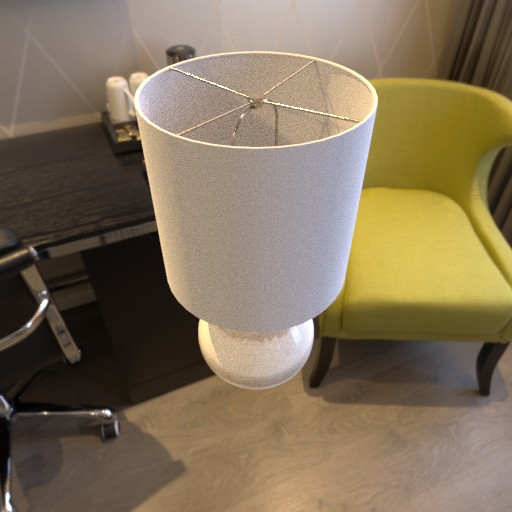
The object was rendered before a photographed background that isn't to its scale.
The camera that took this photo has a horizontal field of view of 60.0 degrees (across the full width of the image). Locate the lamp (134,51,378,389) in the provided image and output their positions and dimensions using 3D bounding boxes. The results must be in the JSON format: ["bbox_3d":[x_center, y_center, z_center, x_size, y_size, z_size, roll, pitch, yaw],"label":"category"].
[{"bbox_3d":[0.000,0.000,0.536,0.217,0.404,0.217,26,48,26],"label":"lamp"}]
